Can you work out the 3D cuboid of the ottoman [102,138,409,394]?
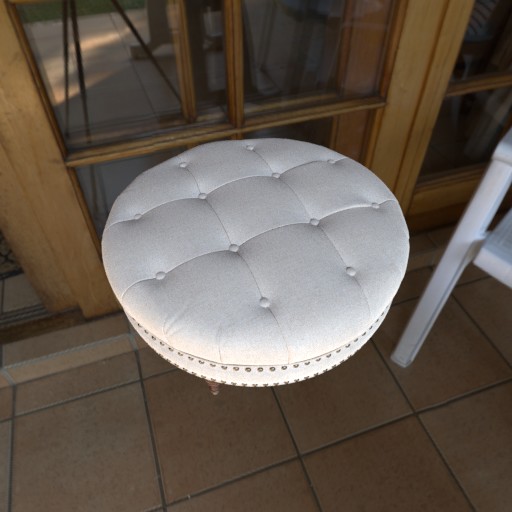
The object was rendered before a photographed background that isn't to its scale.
[{"bbox_3d":[0.000,0.000,1.496,0.940,0.483,0.940,0,46,0],"label":"ottoman"}]
